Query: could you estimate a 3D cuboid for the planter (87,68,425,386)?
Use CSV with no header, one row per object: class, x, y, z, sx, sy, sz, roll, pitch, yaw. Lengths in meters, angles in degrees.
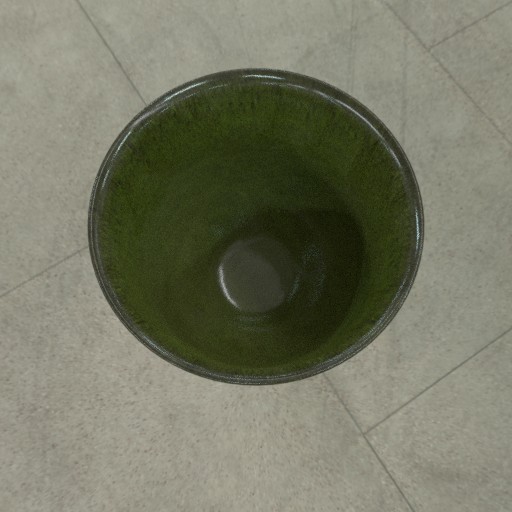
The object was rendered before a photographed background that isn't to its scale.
planter,0.000,0.000,0.479,0.266,0.270,0.266,0,74,0
